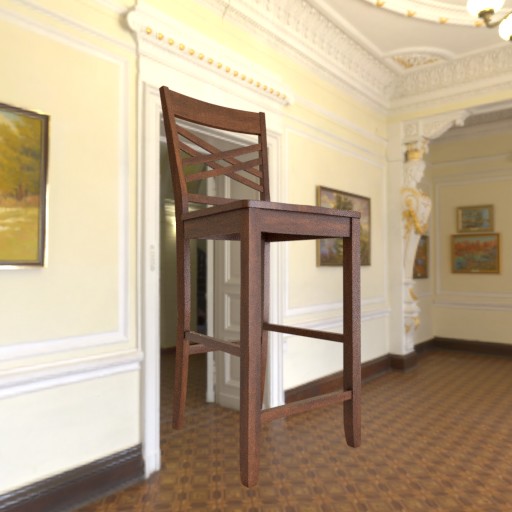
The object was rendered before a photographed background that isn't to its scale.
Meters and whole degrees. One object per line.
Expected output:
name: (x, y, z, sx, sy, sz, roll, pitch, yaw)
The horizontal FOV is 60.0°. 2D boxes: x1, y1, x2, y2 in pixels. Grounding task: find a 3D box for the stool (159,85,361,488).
stool: (0.000, 0.000, 1.361, 0.426, 1.098, 0.504, 1, -2, -37)
